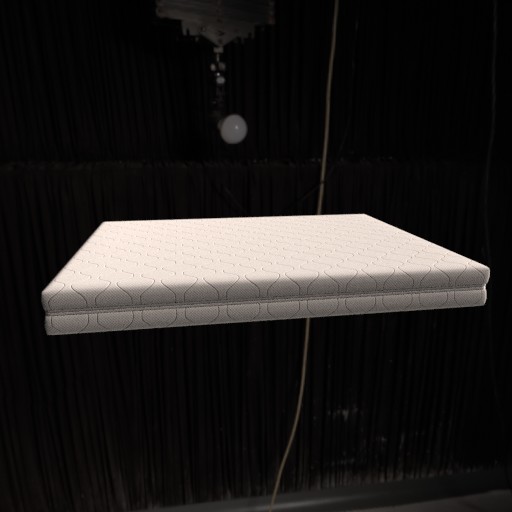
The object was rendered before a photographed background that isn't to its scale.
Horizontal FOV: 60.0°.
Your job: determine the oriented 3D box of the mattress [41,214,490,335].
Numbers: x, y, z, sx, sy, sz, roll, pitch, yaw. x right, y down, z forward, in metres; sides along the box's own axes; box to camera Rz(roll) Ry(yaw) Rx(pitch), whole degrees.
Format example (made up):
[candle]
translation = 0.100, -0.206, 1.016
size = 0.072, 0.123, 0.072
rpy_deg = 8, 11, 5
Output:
[mattress]
translation = 0.000, 0.000, 2.519
size = 1.900, 0.200, 1.400
rpy_deg = -3, 16, -9
